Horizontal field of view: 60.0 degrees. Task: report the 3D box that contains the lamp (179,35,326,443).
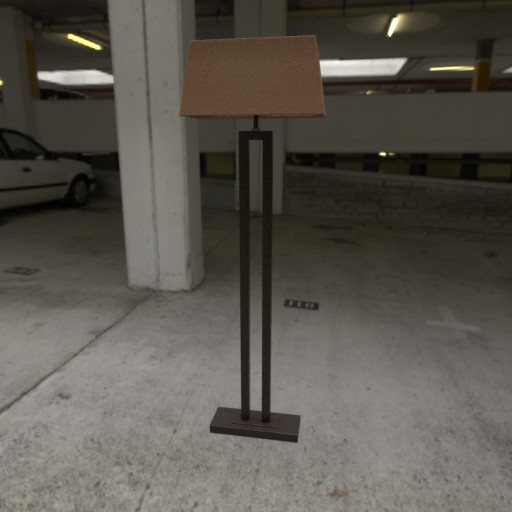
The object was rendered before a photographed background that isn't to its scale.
[{"bbox_3d":[0.000,0.000,1.660,0.475,1.469,0.233,3,14,10],"label":"lamp"}]
